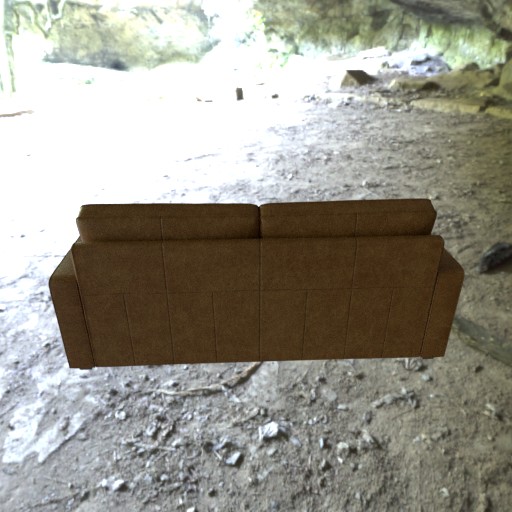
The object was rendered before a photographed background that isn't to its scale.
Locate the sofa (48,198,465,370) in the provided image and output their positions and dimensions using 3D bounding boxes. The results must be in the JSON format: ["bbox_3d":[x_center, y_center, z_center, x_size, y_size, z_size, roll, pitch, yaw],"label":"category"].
[{"bbox_3d":[0.000,0.000,2.709,2.156,0.928,0.991,-1,28,-2],"label":"sofa"}]
